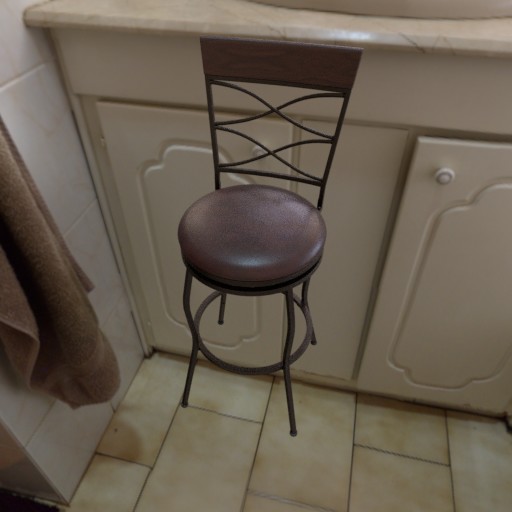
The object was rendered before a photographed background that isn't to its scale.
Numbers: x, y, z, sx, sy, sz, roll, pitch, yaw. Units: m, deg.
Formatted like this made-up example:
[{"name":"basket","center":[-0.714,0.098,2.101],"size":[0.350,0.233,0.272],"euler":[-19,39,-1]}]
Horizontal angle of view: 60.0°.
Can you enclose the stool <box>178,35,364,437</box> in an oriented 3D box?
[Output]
[{"name":"stool","center":[0.000,0.000,1.385],"size":[0.448,1.130,0.513],"euler":[10,42,12]}]
